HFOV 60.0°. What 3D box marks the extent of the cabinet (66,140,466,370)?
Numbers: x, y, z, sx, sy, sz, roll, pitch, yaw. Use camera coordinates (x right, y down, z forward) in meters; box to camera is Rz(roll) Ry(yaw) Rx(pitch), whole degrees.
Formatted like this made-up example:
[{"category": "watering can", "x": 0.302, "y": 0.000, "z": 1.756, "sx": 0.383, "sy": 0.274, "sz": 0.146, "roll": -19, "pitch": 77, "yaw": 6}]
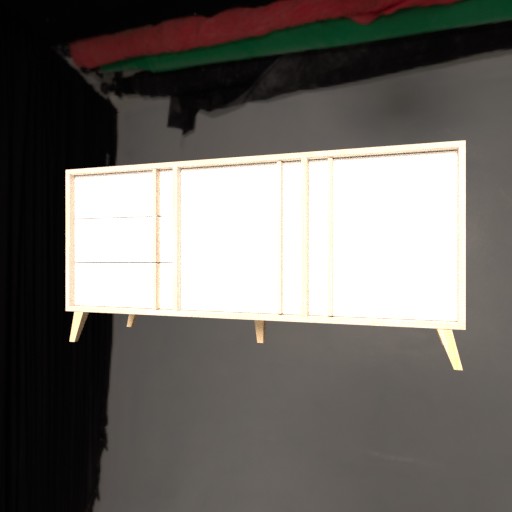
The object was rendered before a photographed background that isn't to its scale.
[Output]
[{"category": "cabinet", "x": 0.000, "y": 0.000, "z": 1.987, "sx": 1.649, "sy": 0.780, "sz": 0.500, "roll": 0, "pitch": 0, "yaw": 18}]
